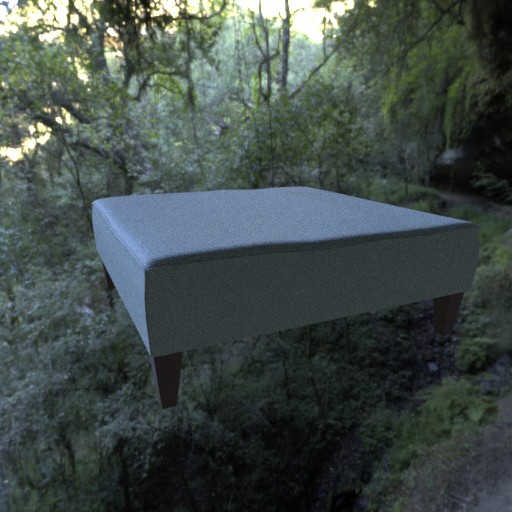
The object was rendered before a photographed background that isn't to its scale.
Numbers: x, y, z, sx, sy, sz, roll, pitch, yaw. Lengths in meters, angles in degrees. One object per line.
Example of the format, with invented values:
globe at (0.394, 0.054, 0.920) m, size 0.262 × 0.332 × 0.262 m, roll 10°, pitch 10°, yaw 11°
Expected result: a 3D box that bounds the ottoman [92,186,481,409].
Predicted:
ottoman at (0.000, 0.000, 1.542) m, size 0.968 × 0.379 × 1.004 m, roll -7°, pitch 17°, yaw -24°
